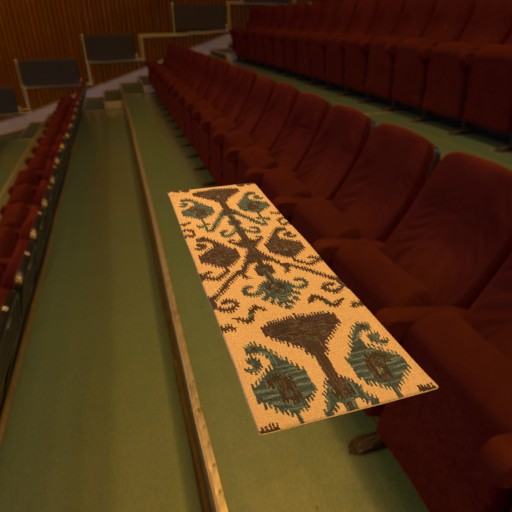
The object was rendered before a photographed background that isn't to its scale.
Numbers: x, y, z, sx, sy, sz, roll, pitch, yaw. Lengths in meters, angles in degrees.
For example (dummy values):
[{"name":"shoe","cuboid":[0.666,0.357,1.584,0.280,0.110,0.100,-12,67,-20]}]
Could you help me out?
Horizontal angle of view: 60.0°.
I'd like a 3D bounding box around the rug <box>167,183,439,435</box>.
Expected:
[{"name":"rug","cuboid":[0.000,0.000,2.490,0.692,0.017,2.301,-9,30,-15]}]
